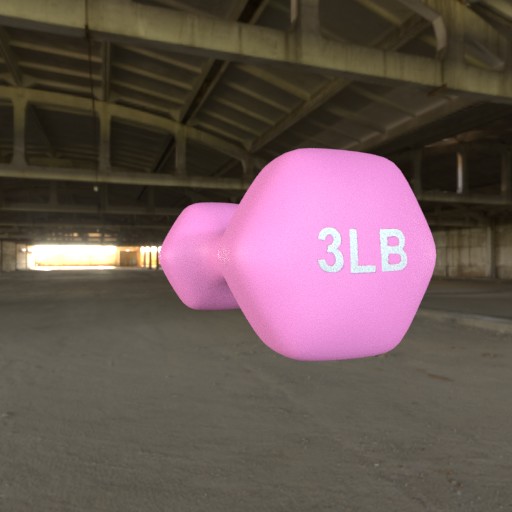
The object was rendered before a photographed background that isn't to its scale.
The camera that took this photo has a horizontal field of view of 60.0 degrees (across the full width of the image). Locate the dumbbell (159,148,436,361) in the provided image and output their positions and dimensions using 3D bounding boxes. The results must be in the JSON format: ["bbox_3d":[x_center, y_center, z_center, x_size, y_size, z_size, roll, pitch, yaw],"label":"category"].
[{"bbox_3d":[0.000,0.000,0.186,0.064,0.058,0.159,0,0,-20],"label":"dumbbell"}]
